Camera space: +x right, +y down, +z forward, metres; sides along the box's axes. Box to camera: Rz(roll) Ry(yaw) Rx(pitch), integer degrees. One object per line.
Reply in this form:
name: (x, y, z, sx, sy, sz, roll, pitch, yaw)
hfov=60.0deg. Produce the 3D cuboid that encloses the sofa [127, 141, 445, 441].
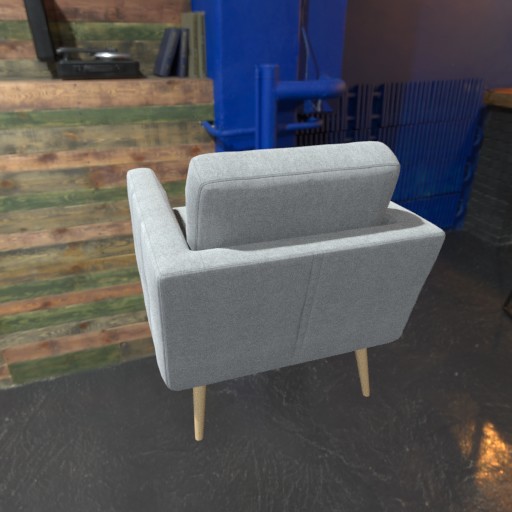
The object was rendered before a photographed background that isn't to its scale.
sofa: (0.000, 0.000, 1.516, 0.770, 0.860, 0.920, -8, 27, -17)
